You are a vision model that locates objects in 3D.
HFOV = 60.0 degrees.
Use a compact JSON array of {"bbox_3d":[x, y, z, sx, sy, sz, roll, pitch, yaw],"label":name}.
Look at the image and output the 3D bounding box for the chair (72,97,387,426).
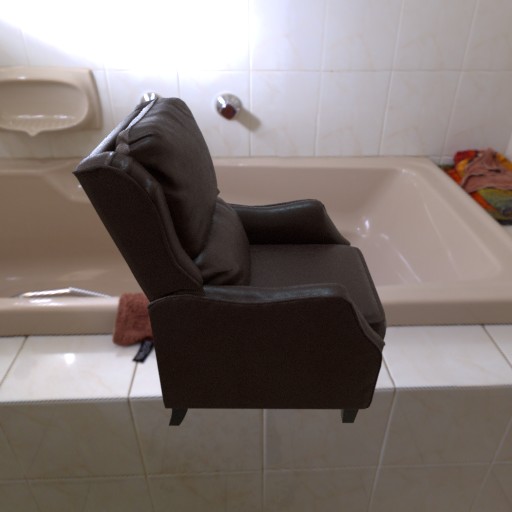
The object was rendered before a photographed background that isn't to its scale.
[{"bbox_3d":[0.000,0.000,1.743,0.982,1.132,0.770,0,32,0],"label":"chair"}]
